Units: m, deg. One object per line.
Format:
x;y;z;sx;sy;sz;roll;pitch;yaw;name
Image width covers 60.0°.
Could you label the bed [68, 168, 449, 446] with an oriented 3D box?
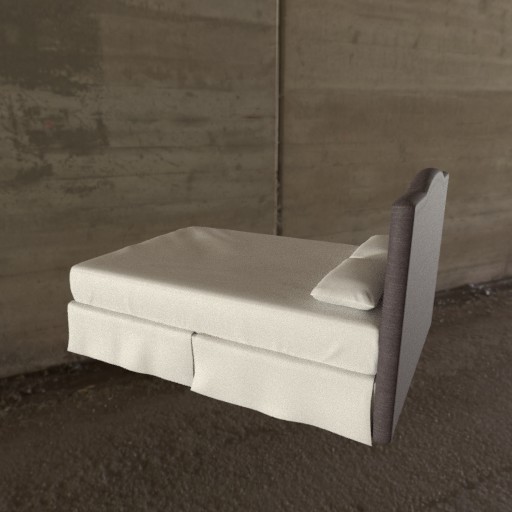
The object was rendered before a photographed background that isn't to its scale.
0.000;0.000;3.457;2.507;1.441;1.741;8;18;26;bed
